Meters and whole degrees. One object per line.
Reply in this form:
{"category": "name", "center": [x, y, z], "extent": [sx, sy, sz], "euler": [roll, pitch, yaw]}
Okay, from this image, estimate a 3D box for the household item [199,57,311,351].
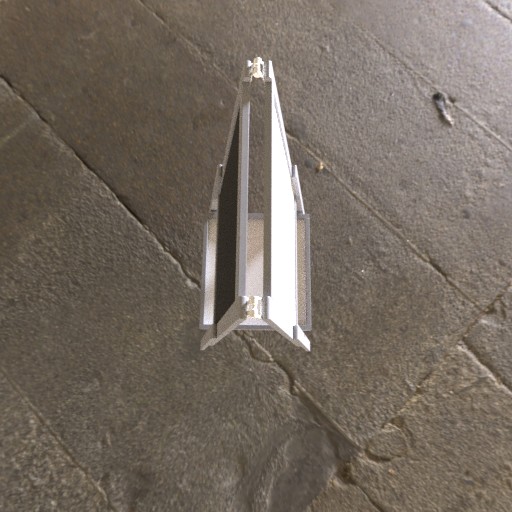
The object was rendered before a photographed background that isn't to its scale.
{"category": "household item", "center": [0.000, 0.000, 1.402], "extent": [0.469, 1.172, 0.531], "euler": [1, 75, 0]}
